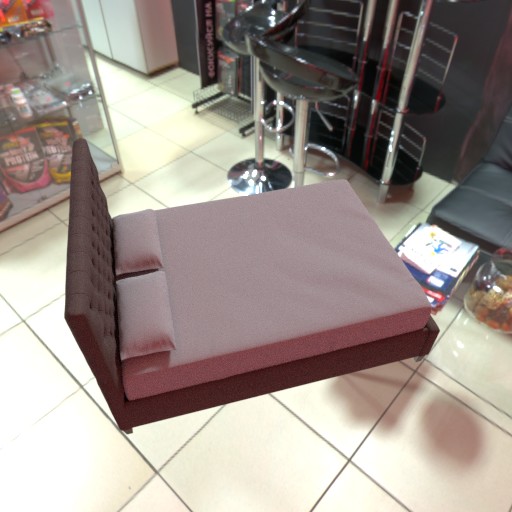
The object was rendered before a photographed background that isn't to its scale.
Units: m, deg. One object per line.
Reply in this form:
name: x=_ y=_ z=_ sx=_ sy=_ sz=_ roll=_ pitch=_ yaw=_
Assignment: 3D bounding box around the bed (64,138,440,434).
bed: x=0.000 y=0.000 z=3.408 sx=2.387 sy=1.427 sz=1.698 roll=-11 pitch=47 yaw=-10
